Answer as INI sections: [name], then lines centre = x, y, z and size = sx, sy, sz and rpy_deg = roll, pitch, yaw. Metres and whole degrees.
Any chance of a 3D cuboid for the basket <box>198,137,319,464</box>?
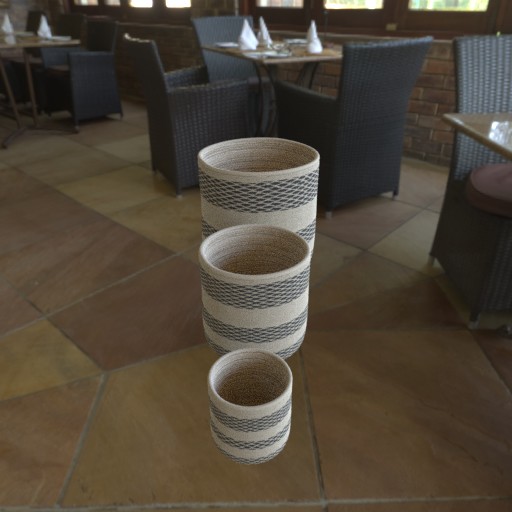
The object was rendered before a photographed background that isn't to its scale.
[basket]
centre = 0.000, 0.000, 1.106
size = 0.351, 0.356, 0.917
rpy_deg = 1, 30, 1
